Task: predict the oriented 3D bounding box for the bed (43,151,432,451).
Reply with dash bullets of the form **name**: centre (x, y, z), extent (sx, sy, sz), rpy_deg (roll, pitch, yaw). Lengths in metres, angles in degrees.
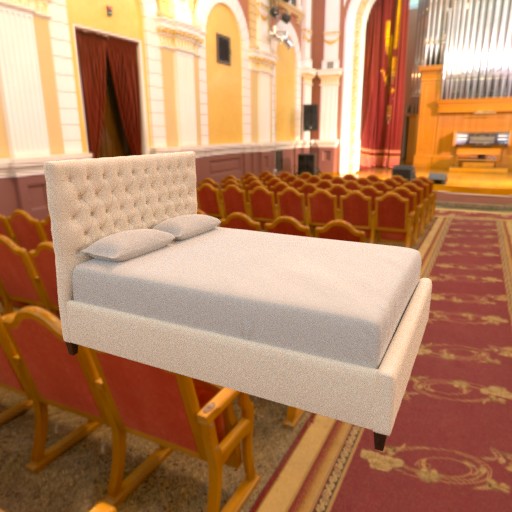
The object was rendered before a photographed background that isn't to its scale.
- **bed**: centre (0.000, 0.000, 3.336), extent (2.387, 1.427, 1.698), rpy_deg (8, 18, 26)
